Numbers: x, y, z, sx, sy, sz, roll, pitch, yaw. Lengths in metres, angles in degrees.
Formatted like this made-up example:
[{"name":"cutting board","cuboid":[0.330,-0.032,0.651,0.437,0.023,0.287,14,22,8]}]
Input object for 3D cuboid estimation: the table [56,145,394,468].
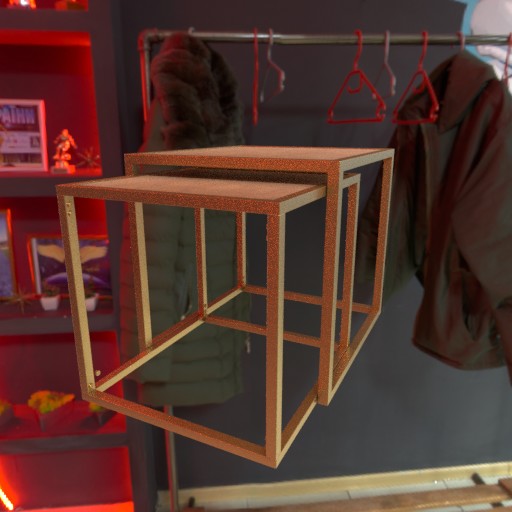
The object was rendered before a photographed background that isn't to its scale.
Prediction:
[{"name":"table","cuboid":[0.000,0.000,1.111,0.505,0.505,0.762,8,18,25]}]
